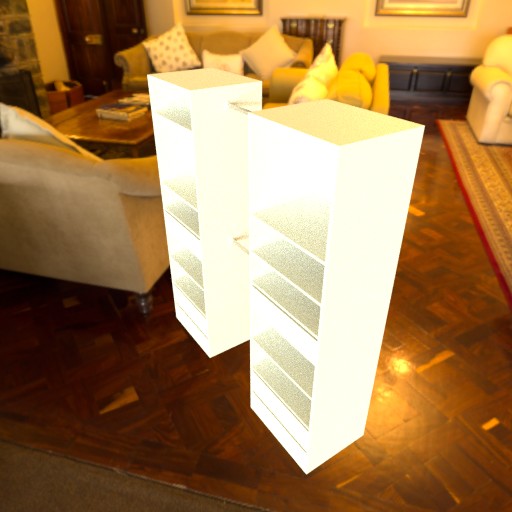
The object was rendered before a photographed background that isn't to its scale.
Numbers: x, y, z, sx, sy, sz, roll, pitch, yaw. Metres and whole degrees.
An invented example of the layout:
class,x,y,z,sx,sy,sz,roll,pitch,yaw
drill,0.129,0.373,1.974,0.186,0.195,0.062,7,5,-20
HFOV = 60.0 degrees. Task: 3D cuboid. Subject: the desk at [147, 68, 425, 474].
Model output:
class,x,y,z,sx,sy,sz,roll,pitch,yaw
desk,0.000,0.000,2.863,0.480,2.000,1.770,-20,37,-29
